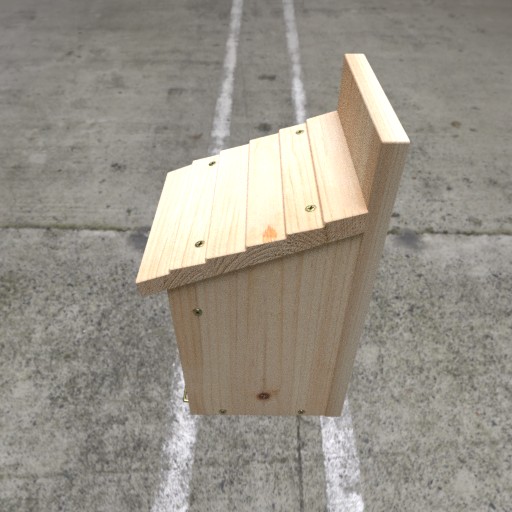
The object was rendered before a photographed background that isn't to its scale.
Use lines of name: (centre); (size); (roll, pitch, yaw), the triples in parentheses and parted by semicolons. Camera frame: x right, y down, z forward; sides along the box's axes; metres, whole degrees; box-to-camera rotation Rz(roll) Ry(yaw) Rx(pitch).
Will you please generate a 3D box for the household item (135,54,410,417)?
household item: (0.000, 0.000, 0.396); (0.171, 0.300, 0.149); (0, 42, 0)
